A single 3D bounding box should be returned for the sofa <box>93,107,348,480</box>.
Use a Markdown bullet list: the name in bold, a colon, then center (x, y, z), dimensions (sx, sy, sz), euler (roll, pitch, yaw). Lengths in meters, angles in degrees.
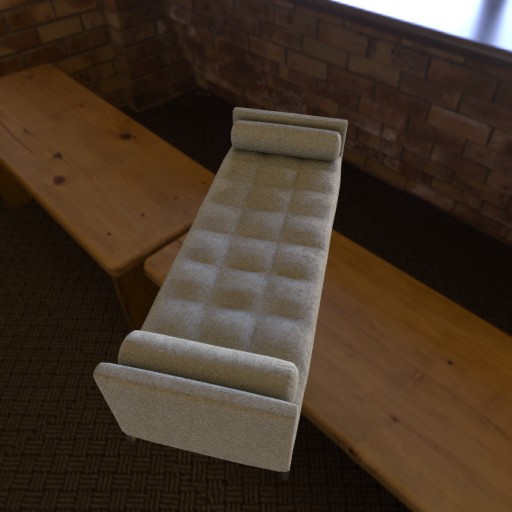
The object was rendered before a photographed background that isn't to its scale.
- **sofa**: center (0.000, 0.000, 2.511), dimensions (0.797, 0.657, 2.102), euler (10, 47, 9)
